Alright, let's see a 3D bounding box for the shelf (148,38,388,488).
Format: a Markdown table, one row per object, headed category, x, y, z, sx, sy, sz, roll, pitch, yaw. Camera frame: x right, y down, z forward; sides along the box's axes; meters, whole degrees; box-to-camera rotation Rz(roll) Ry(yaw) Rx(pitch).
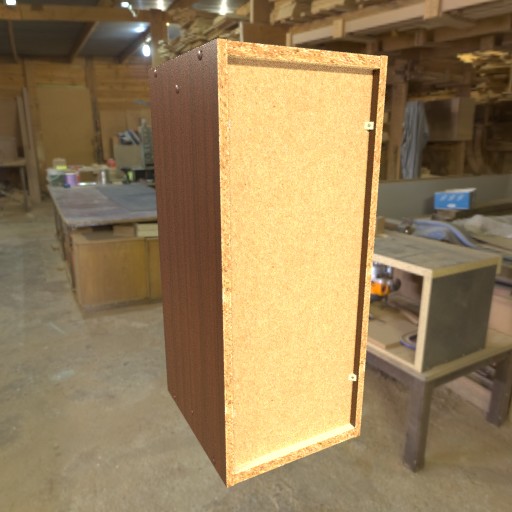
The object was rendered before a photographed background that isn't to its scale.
| category | x | y | z | sx | sy | sz | roll | pitch | yaw |
| --- | --- | --- | --- | --- | --- | --- | --- | --- | --- |
| shelf | 0.000 | 0.000 | 0.747 | 0.253 | 0.600 | 0.290 | -8 | 17 | -27 |
